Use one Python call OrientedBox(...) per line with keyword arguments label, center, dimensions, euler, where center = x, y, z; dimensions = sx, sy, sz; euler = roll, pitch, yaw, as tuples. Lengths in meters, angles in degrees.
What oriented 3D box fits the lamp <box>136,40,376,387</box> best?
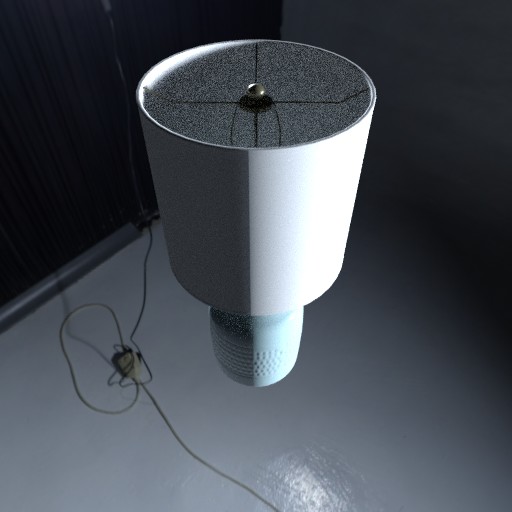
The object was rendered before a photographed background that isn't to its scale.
OrientedBox(label="lamp", center=(0.000, 0.000, 1.096), dimensions=(0.418, 0.871, 0.418), euler=(30, 53, 26))
